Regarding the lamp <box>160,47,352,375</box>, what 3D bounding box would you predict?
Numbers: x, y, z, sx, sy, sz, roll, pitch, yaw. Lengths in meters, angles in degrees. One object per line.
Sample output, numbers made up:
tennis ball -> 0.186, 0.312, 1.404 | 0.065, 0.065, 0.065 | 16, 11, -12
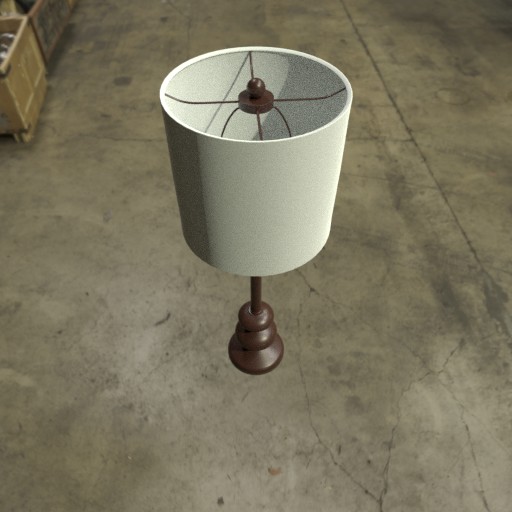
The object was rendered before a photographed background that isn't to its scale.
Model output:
lamp -> 0.000, 0.000, 0.833 | 0.254, 0.690, 0.254 | -3, 48, -3
